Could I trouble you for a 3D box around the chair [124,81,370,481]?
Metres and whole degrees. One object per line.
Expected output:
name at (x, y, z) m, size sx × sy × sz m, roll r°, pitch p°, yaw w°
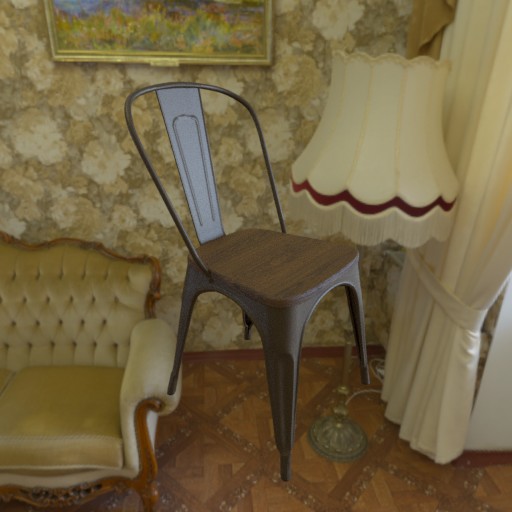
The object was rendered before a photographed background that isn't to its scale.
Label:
chair at (0.000, 0.000, 1.165) m, size 0.532 × 0.844 × 0.451 m, roll 17°, pitch 28°, yaw 34°
